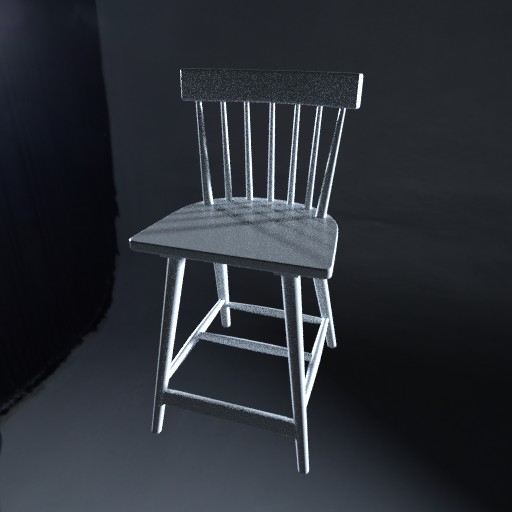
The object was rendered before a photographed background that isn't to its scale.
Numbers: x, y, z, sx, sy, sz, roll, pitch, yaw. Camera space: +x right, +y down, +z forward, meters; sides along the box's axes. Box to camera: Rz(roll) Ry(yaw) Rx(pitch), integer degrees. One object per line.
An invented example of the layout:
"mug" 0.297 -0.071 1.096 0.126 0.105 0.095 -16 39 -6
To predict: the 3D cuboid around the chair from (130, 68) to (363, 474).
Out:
"chair" 0.000 0.000 1.249 0.483 0.952 0.572 8 28 16
